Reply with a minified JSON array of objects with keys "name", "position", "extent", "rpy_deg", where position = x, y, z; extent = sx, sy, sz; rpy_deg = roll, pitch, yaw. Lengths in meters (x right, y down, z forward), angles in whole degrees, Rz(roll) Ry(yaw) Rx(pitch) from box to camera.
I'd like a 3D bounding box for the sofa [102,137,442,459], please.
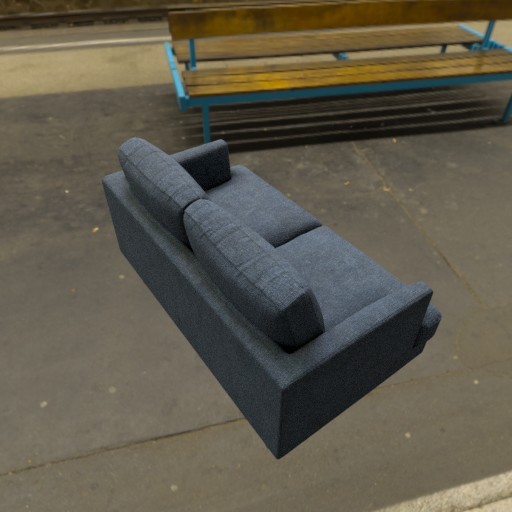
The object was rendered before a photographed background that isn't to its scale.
[{"name":"sofa","position":[0.000,0.000,2.195],"extent":[0.903,0.944,1.582],"rpy_deg":[-26,48,-26]}]
